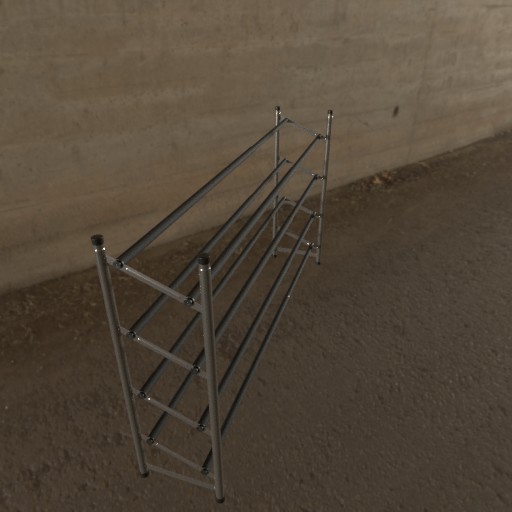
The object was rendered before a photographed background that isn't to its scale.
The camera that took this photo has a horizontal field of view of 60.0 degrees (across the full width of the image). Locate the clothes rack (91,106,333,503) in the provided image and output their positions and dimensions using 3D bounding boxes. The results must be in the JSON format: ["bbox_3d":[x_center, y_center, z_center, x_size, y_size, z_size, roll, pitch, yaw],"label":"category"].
[{"bbox_3d":[0.000,0.000,1.386,0.229,0.672,1.168,10,31,16],"label":"clothes rack"}]
